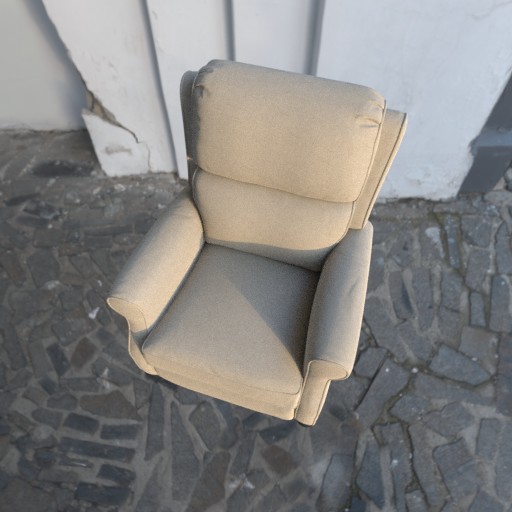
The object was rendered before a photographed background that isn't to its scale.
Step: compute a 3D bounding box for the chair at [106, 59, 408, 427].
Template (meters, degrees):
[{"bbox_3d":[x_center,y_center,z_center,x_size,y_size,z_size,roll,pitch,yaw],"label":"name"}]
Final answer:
[{"bbox_3d":[0.000,0.000,1.678,0.859,1.046,0.919,15,57,10],"label":"chair"}]
